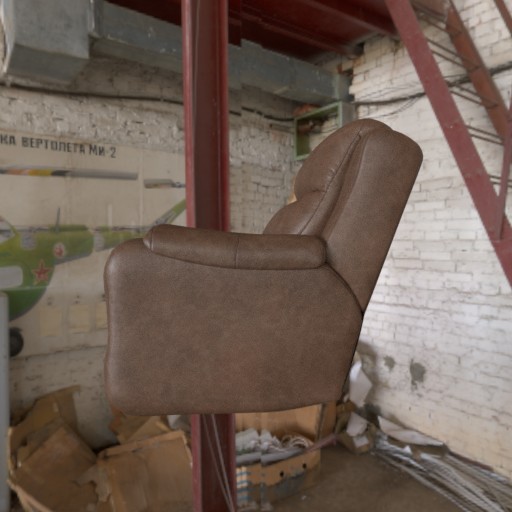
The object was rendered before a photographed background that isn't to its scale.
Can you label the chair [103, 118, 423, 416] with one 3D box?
[{"bbox_3d":[0.000,0.000,1.798,1.067,0.990,0.940,0,2,-1],"label":"chair"}]
